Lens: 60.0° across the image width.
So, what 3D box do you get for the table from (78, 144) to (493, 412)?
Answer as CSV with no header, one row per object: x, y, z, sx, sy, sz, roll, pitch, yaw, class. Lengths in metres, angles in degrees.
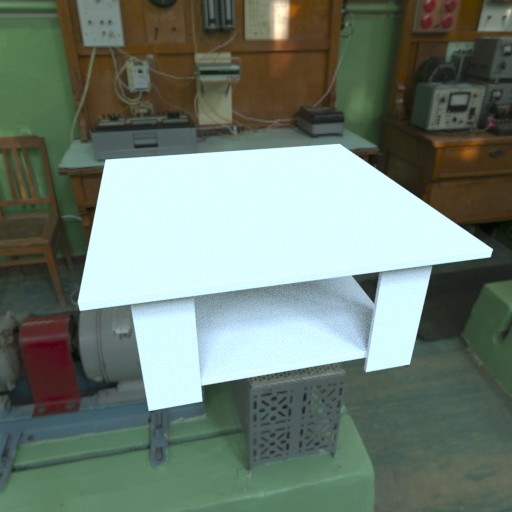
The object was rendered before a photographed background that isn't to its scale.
0.000,0.000,1.047,0.670,0.305,0.670,-7,30,-11,table
